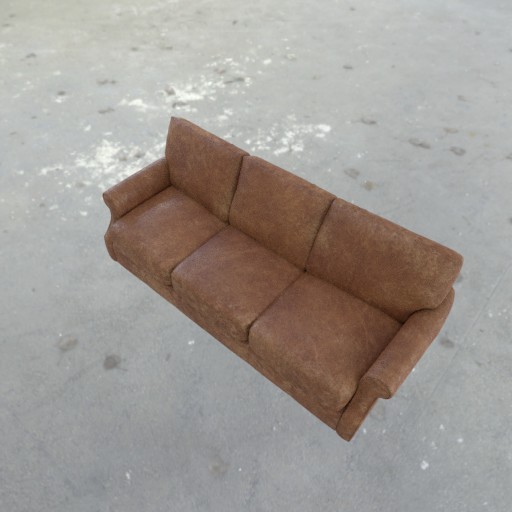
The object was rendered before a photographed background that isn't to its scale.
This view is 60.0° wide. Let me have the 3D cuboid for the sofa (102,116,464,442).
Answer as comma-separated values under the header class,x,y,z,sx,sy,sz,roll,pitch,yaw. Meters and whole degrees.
class,x,y,z,sx,sy,sz,roll,pitch,yaw
sofa,0.000,0.000,2.907,2.351,0.977,0.973,32,54,27
